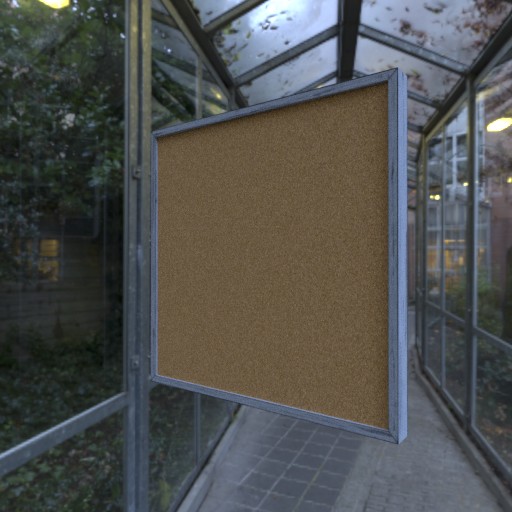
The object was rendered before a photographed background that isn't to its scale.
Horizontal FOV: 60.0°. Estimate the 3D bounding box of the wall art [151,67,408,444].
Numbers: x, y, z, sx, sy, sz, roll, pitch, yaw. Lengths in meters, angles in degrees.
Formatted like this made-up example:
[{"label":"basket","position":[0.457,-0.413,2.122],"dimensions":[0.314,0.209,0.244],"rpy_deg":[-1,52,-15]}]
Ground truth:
[{"label":"wall art","position":[0.000,0.000,0.761],"dimensions":[0.506,0.506,0.038],"rpy_deg":[0,0,37]}]
